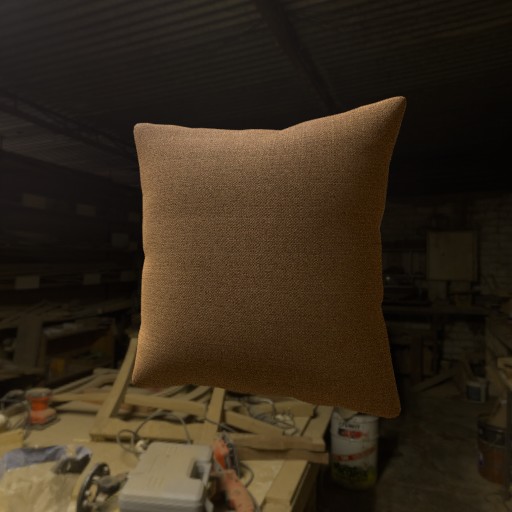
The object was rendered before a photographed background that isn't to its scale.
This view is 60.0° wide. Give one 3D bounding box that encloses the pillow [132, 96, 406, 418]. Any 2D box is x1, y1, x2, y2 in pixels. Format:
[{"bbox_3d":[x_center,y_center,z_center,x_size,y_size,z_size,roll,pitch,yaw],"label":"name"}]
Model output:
[{"bbox_3d":[0.000,0.000,0.672,0.432,0.437,0.147,0,0,19],"label":"pillow"}]
